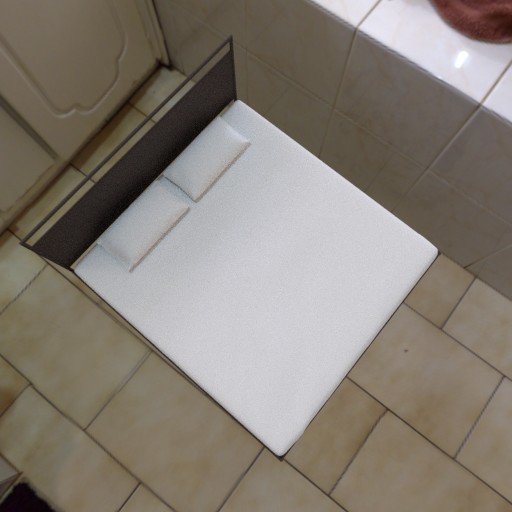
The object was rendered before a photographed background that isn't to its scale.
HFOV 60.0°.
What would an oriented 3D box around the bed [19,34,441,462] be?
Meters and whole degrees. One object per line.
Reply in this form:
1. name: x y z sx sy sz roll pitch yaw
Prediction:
1. bed: 0.000 0.000 3.309 2.151 1.173 1.993 39 79 9
